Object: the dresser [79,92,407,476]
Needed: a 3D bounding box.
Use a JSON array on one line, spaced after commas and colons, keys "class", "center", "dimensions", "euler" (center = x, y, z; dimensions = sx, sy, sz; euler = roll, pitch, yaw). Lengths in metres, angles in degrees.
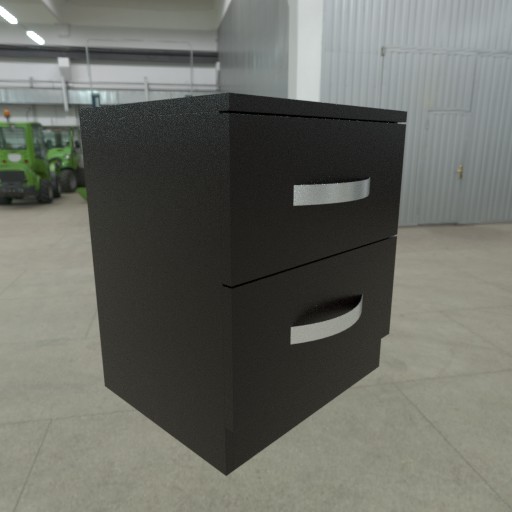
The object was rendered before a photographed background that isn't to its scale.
[{"class": "dresser", "center": [0.000, 0.000, 0.748], "dimensions": [0.360, 0.470, 0.400], "euler": [13, 20, 42]}]
